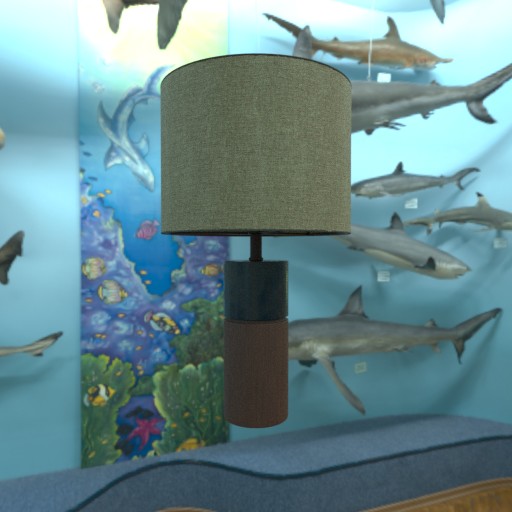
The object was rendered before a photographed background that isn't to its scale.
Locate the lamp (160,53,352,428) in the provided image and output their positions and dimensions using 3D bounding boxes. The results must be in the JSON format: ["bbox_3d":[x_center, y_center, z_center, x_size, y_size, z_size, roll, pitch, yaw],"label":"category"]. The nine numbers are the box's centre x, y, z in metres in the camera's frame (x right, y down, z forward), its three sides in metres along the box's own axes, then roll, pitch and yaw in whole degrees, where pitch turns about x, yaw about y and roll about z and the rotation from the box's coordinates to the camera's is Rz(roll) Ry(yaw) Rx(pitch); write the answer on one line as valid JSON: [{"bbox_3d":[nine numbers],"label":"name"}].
[{"bbox_3d":[0.000,0.000,0.482,0.202,0.350,0.202,0,1,0],"label":"lamp"}]
